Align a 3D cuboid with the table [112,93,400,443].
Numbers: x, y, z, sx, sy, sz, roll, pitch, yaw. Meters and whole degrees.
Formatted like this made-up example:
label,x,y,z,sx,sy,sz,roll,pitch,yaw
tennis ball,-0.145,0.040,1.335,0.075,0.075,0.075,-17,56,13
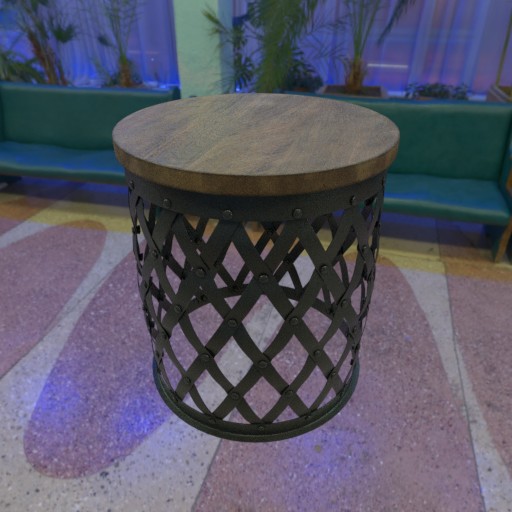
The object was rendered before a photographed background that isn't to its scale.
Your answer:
label,x,y,z,sx,sy,sz,roll,pitch,yaw
table,0.000,0.000,0.764,0.405,0.454,0.405,0,32,0
